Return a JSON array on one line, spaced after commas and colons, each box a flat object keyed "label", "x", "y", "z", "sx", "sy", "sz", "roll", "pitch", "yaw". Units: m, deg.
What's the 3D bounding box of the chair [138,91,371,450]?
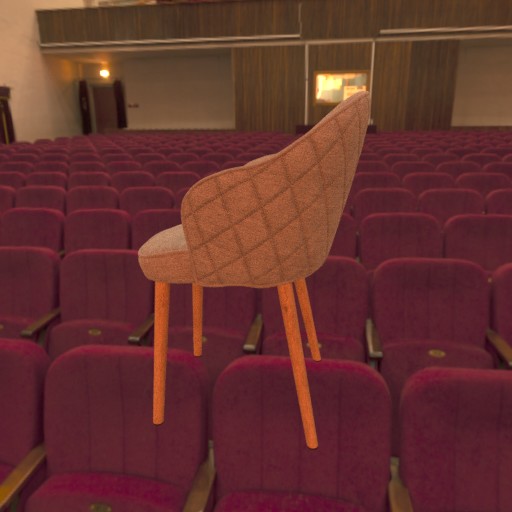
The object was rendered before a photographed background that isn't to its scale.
[{"label": "chair", "x": 0.000, "y": 0.000, "z": 1.157, "sx": 0.530, "sy": 0.800, "sz": 0.540, "roll": 2, "pitch": 16, "yaw": 9}]
